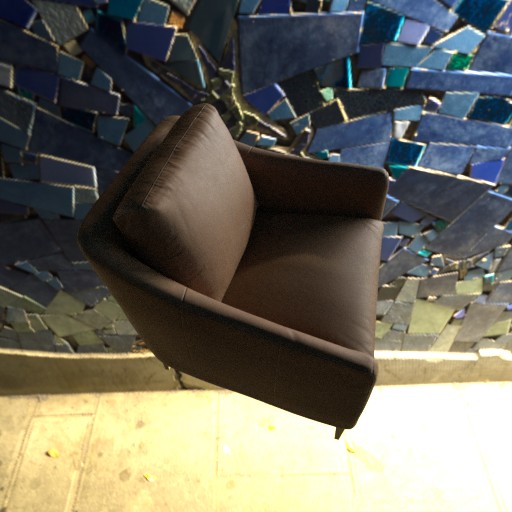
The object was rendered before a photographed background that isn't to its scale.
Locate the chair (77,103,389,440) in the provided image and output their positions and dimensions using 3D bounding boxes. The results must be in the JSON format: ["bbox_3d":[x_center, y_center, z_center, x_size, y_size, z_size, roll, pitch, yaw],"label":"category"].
[{"bbox_3d":[0.000,0.000,1.709,0.963,0.895,0.988,10,47,9],"label":"chair"}]
